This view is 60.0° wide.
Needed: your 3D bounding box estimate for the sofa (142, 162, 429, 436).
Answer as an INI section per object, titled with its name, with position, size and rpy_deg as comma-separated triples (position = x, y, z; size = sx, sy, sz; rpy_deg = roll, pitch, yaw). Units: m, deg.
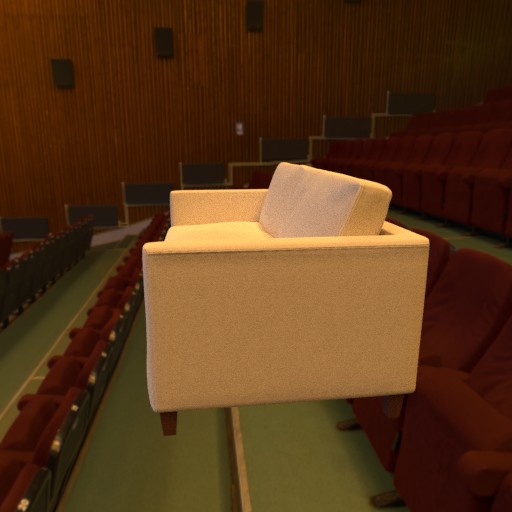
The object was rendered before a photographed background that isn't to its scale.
[sofa]
position = 0.000, 0.000, 2.250
size = 0.964, 0.888, 1.702
rpy_deg = -2, 14, -7
